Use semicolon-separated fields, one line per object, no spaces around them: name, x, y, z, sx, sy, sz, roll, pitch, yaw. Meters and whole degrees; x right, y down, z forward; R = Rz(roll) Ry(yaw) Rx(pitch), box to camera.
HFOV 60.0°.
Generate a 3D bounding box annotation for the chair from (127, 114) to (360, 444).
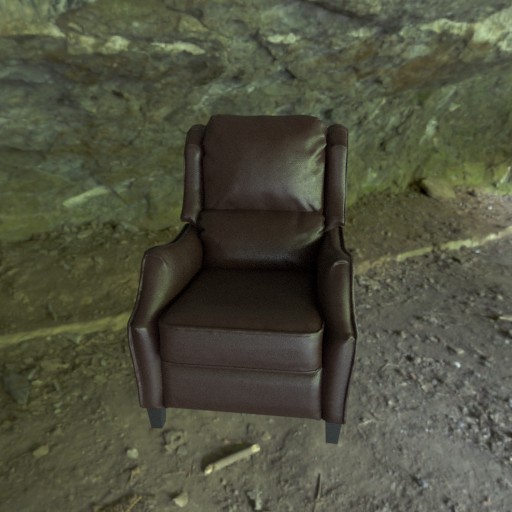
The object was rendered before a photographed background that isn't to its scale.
chair;0.000;0.000;1.814;0.770;1.132;0.982;2;16;7
